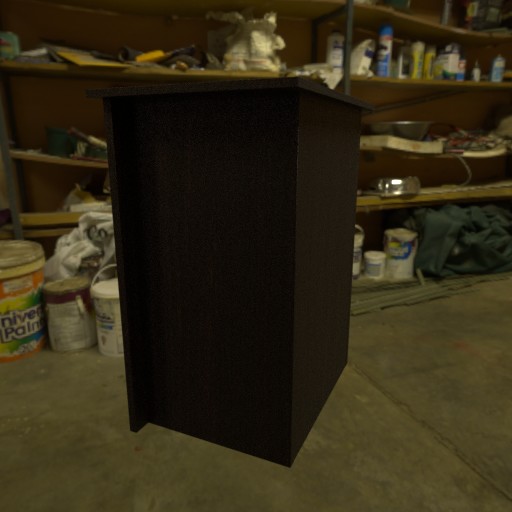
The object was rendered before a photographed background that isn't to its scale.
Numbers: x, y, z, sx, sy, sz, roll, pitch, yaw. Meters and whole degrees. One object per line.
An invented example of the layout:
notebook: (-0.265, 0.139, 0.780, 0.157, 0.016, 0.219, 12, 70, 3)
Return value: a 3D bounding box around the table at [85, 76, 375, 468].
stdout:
table: (0.000, 0.000, 1.061, 0.406, 0.711, 0.591, 7, 16, 24)
